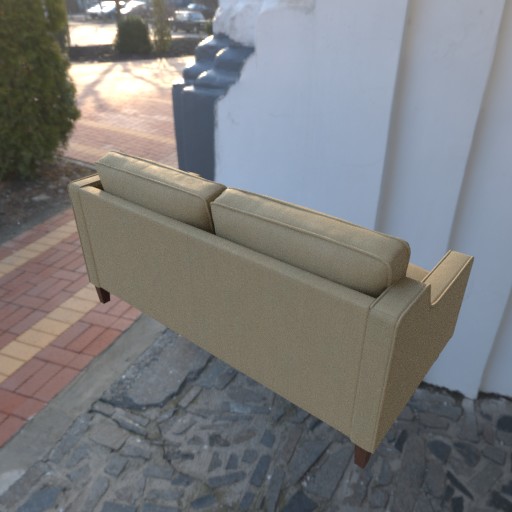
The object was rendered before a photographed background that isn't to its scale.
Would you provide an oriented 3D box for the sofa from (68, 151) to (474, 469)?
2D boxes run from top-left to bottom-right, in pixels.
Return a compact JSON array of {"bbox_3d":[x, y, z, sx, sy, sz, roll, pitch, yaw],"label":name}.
[{"bbox_3d":[0.000,0.000,2.686,2.178,1.071,1.066,22,36,34],"label":"sofa"}]
